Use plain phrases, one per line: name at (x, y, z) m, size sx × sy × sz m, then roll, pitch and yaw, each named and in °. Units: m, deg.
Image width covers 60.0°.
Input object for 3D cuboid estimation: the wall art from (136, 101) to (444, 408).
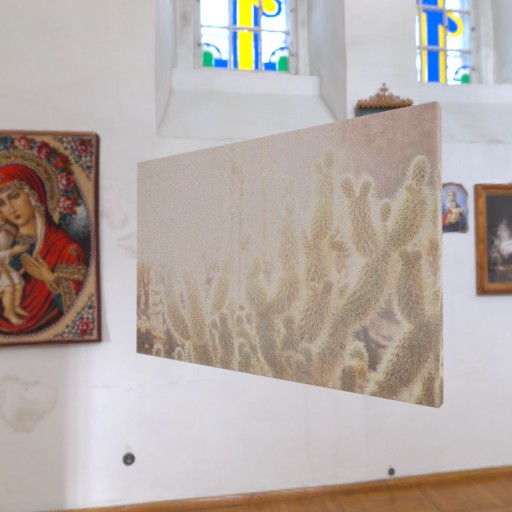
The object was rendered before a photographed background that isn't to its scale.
wall art at (0.000, 0.000, 1.160) m, size 0.916 × 0.608 × 0.040 m, roll -1°, pitch -1°, yaw 36°
